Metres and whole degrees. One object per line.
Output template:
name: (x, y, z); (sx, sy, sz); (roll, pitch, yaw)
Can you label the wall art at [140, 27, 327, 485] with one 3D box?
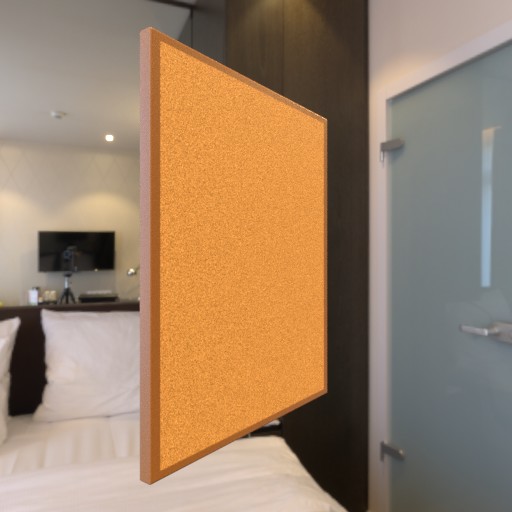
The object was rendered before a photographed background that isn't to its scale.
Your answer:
wall art: (0.000, 0.000, 0.493); (0.015, 0.379, 0.310); (0, 0, 37)
